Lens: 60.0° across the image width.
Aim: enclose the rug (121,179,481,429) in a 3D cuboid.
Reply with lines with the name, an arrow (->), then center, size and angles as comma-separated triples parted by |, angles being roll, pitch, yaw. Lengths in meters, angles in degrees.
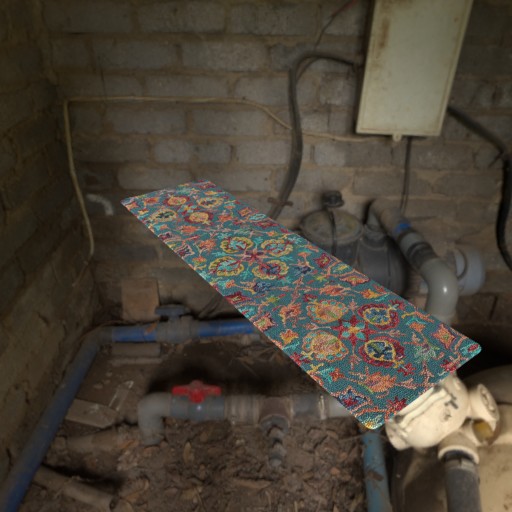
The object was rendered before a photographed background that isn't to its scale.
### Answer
rug -> 0.000, 0.000, 2.456 | 0.686, 0.013, 2.286 | -21, 37, -30
